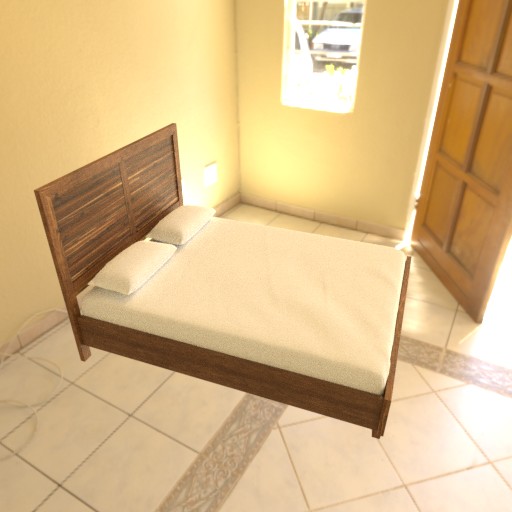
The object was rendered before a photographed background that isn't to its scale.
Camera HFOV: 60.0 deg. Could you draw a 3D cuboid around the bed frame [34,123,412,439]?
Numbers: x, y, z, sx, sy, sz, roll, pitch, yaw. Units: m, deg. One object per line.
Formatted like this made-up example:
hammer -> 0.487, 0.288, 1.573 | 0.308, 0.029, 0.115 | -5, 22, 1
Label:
bed frame -> 0.000, 0.000, 3.414 | 2.276, 1.417, 1.696 | 11, 33, 17
